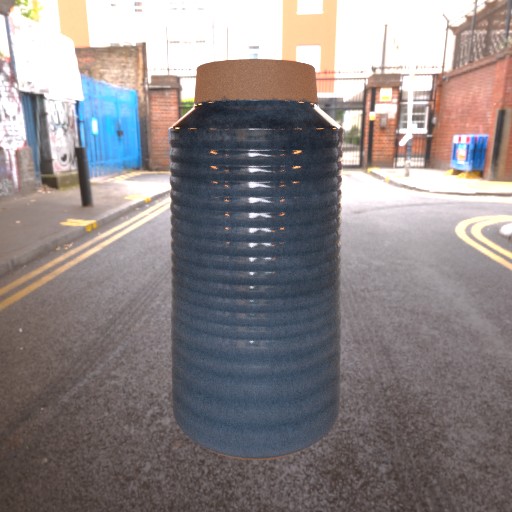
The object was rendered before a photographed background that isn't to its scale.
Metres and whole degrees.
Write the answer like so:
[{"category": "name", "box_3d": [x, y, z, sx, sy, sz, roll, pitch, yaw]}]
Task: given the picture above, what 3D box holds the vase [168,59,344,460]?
[{"category": "vase", "box_3d": [0.000, 0.000, 0.401, 0.163, 0.316, 0.163, 0, 15, 0]}]
